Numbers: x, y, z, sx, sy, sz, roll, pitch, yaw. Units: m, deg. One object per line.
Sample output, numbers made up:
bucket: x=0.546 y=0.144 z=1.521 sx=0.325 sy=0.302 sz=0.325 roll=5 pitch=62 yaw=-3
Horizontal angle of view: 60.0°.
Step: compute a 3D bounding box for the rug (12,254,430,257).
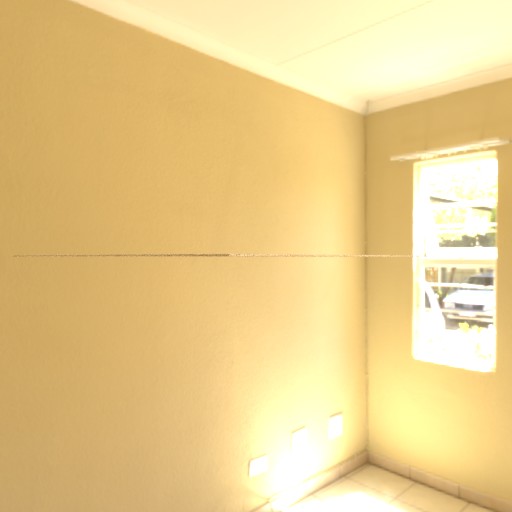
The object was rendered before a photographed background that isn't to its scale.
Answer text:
rug: x=0.000 y=0.000 z=2.145 sx=1.142 sy=0.006 sz=1.752 roll=0 pitch=0 yaw=37
